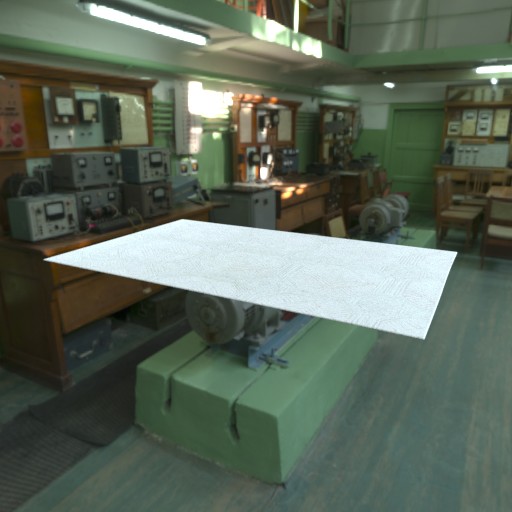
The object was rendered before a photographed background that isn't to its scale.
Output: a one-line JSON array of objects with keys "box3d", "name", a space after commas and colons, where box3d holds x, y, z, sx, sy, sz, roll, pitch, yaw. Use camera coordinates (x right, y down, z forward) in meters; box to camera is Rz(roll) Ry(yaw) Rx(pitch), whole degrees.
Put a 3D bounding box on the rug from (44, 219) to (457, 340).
[{"box3d": [0.000, 0.000, 3.073, 2.440, 0.008, 1.524, 9, 18, 27], "name": "rug"}]
